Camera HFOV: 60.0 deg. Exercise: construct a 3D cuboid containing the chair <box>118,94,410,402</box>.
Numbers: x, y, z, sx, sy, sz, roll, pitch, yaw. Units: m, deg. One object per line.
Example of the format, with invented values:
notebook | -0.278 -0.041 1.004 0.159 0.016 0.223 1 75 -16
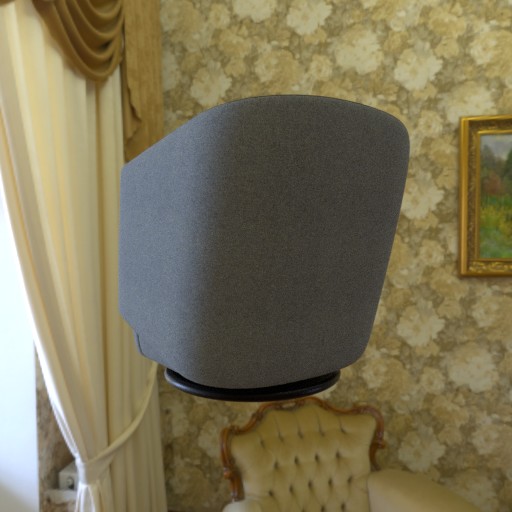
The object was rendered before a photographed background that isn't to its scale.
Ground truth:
chair | 0.000 0.000 1.605 0.822 0.861 0.986 -1 2 -37
